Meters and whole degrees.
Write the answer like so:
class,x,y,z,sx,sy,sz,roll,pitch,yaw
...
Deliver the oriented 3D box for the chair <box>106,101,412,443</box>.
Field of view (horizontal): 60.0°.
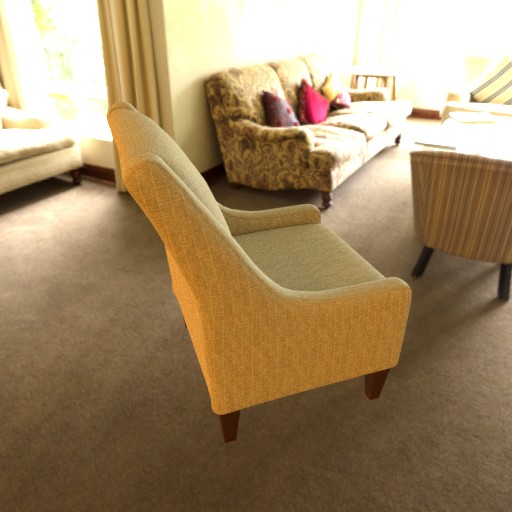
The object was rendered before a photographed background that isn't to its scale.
class,x,y,z,sx,sy,sz,roll,pitch,yaw
chair,0.000,0.000,1.623,0.870,1.014,0.774,-10,31,-17
